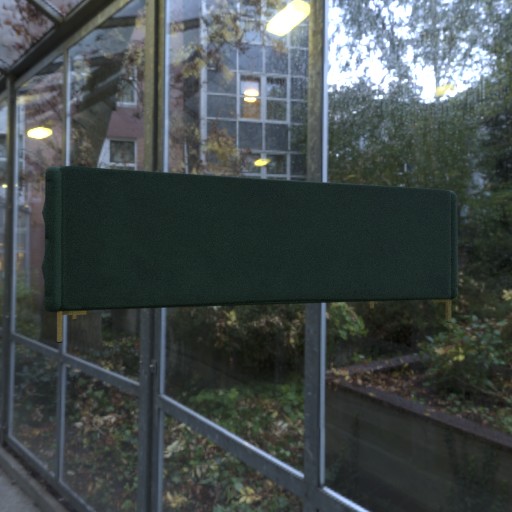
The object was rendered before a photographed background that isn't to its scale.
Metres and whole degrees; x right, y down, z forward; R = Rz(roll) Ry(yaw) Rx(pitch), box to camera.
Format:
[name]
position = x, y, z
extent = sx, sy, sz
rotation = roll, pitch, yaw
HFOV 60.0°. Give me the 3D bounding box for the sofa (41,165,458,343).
[sofa]
position = 0.000, 0.000, 2.620
extent = 2.209, 0.771, 0.895
rotation = 0, -1, -18
